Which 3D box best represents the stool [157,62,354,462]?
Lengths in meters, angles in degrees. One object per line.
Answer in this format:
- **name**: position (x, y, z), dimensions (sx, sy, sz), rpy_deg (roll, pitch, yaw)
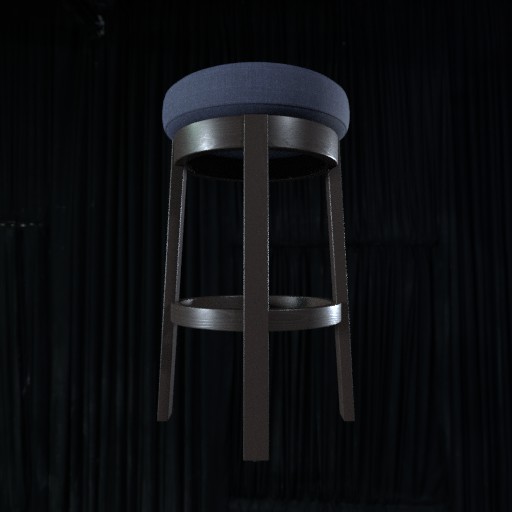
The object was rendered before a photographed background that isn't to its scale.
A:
- **stool**: position (0.000, 0.000, 1.031), dimensions (0.446, 0.758, 0.446), rpy_deg (0, -1, 0)
